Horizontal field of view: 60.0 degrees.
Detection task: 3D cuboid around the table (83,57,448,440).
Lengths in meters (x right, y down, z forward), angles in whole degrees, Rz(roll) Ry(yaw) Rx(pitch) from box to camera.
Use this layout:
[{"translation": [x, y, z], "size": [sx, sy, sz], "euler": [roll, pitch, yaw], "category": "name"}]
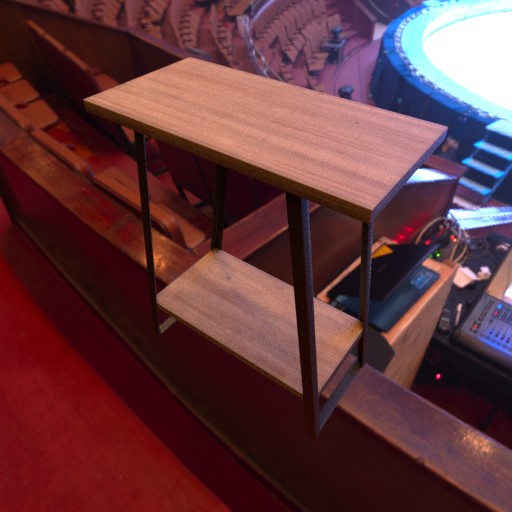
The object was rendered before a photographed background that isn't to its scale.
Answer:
[{"translation": [0.000, 0.000, 1.037], "size": [0.599, 0.701, 0.300], "euler": [26, 48, 26], "category": "table"}]
